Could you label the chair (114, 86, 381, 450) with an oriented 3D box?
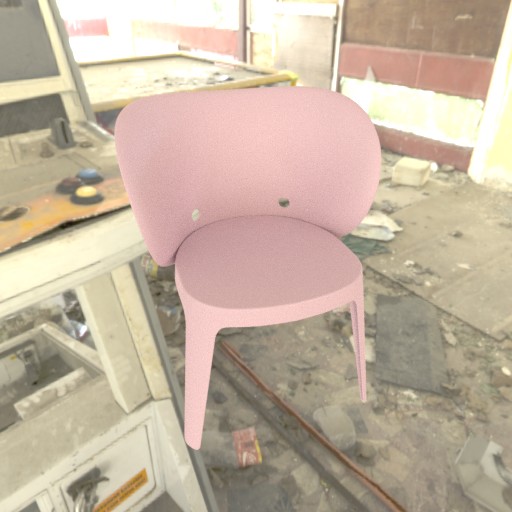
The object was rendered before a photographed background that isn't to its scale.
[{"bbox_3d":[0.000,0.000,0.855,0.451,0.554,0.402,-10,32,-16],"label":"chair"}]
